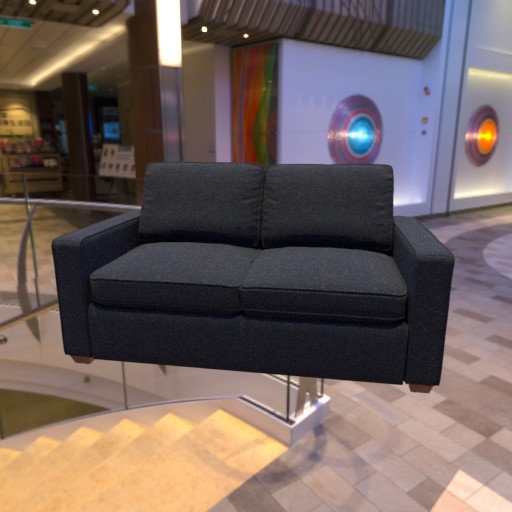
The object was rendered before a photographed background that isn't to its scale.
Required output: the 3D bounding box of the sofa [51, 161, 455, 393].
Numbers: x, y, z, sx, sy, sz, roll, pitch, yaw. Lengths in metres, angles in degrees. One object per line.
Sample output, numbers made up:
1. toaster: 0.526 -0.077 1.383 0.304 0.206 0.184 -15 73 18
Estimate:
1. sofa: 0.000 0.000 2.281 1.709 0.918 0.947 2 15 9
